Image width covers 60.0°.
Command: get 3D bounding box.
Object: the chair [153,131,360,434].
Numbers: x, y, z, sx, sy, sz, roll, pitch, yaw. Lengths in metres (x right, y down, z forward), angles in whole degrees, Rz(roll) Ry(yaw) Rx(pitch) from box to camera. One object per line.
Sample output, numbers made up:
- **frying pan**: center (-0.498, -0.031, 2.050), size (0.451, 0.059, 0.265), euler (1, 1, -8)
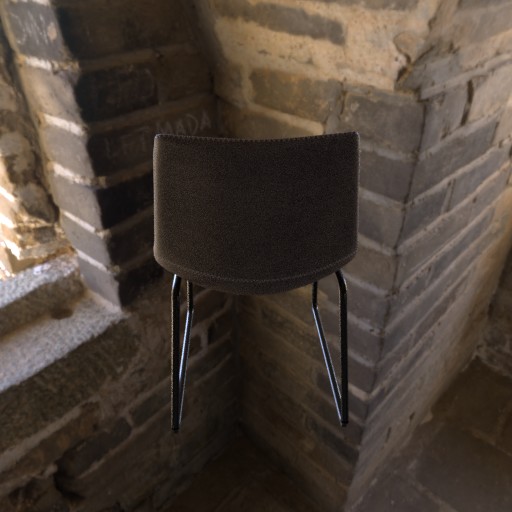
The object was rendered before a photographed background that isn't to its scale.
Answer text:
- **chair**: center (0.000, 0.000, 1.136), size (0.460, 0.780, 0.550), euler (-1, 32, -2)
